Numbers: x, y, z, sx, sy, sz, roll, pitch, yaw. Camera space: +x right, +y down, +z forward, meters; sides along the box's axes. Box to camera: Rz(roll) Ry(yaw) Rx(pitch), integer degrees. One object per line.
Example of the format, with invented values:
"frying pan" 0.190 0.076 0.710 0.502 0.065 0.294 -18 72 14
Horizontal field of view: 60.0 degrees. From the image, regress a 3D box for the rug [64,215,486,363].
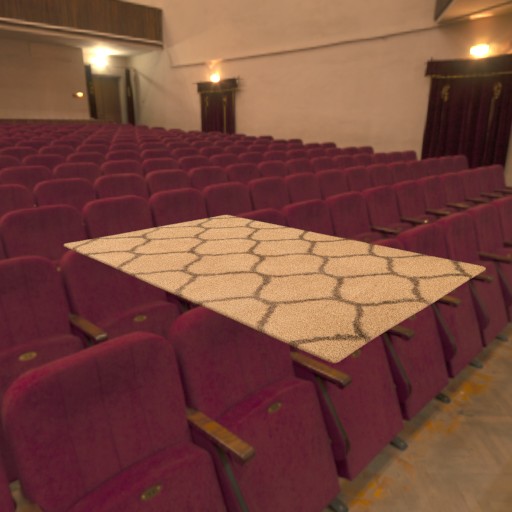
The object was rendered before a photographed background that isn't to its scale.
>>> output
"rug" 0.000 0.000 3.354 2.701 0.026 1.801 15 22 43
